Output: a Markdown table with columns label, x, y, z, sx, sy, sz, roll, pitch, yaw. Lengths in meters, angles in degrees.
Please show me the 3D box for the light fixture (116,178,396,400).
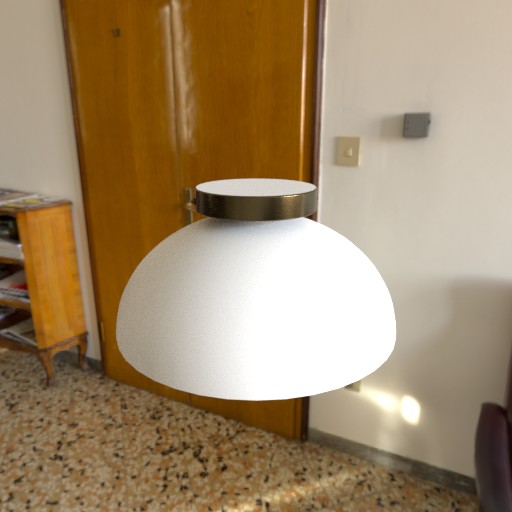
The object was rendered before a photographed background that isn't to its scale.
| label | x | y | z | sx | sy | sz | roll | pitch | yaw |
| --- | --- | --- | --- | --- | --- | --- | --- | --- | --- |
| light fixture | 0.000 | 0.000 | 0.562 | 0.355 | 0.177 | 0.355 | 0 | 17 | 0 |
